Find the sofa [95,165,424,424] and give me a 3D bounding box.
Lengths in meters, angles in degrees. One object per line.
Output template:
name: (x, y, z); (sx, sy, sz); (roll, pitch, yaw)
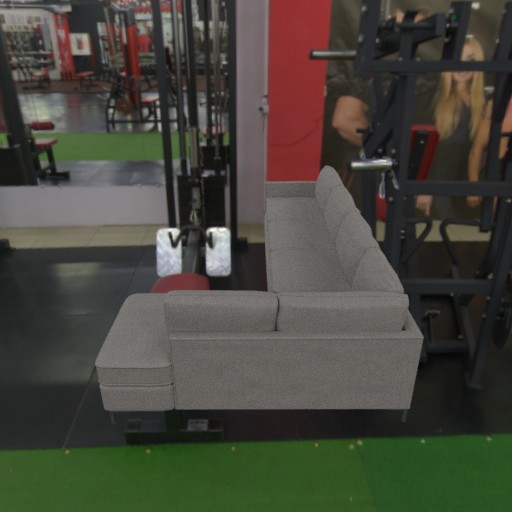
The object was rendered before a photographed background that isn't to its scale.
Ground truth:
sofa: (0.000, 0.000, 4.309); (2.077, 0.964, 3.331); (0, 26, 0)
